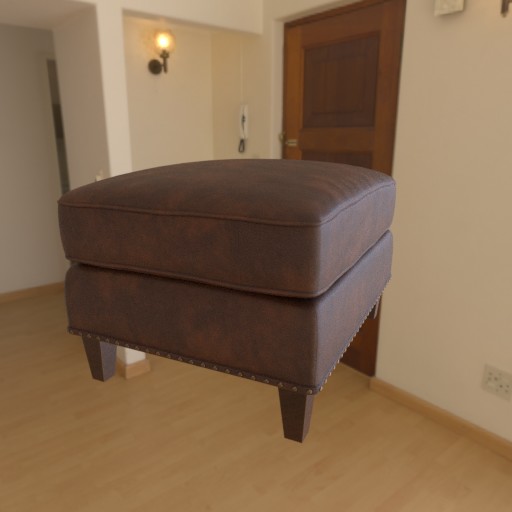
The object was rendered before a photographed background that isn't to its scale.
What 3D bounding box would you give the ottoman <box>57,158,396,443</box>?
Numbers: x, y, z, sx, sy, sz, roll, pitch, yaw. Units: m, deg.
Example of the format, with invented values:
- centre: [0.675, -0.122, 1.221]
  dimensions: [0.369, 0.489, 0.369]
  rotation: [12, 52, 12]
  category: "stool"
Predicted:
- centre: [0.000, 0.000, 1.143]
  dimensions: [0.586, 0.486, 0.742]
  rotation: [7, 17, 25]
  category: "ottoman"
